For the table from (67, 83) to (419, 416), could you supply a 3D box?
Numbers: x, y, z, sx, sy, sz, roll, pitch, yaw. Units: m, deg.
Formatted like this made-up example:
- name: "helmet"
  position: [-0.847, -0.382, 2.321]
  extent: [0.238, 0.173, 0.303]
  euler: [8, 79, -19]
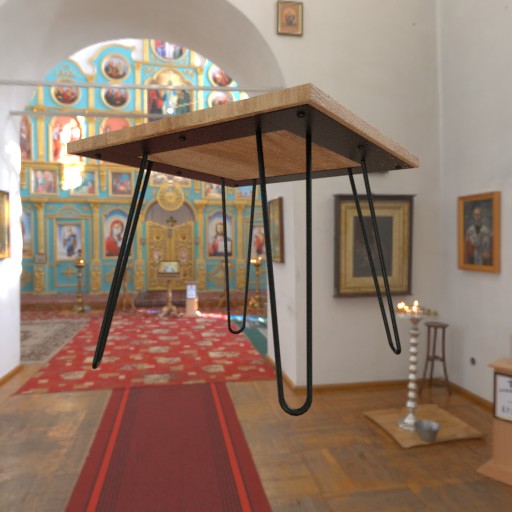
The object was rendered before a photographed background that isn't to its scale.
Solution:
- name: "table"
  position: [0.000, 0.000, 1.050]
  extent: [0.599, 0.500, 0.599]
  euler: [0, 0, 34]
